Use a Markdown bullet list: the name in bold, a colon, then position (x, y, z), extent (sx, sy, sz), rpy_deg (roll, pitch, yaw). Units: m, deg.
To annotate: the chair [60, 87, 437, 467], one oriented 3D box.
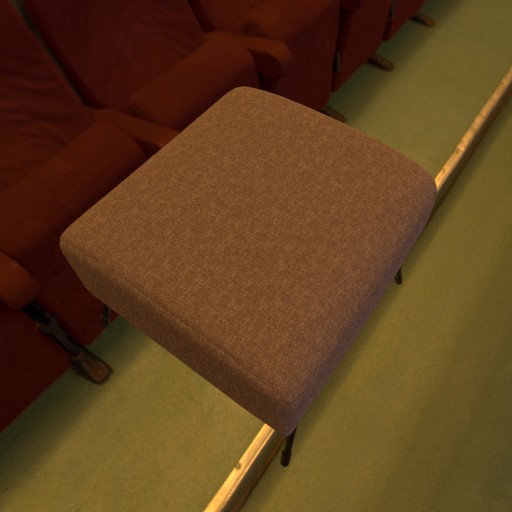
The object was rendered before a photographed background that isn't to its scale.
- **chair**: position (0.000, 0.000, 0.908), extent (0.530, 0.410, 0.530), rpy_deg (31, 62, 19)
